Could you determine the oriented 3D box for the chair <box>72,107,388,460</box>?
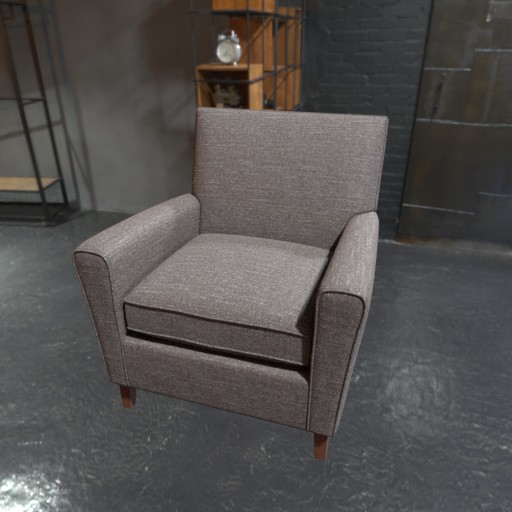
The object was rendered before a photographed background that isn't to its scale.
[{"bbox_3d":[0.000,0.000,1.587,0.838,0.885,0.875,8,28,16],"label":"chair"}]
